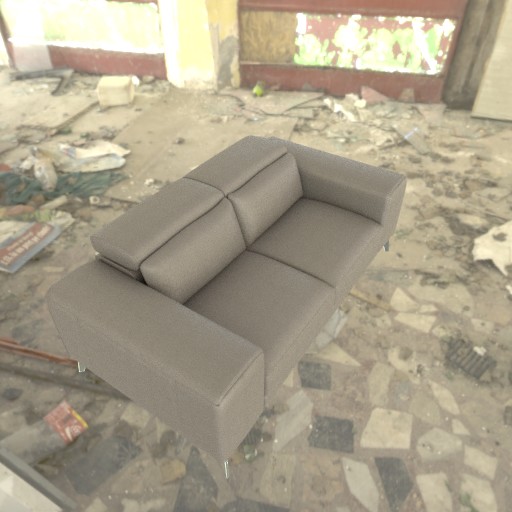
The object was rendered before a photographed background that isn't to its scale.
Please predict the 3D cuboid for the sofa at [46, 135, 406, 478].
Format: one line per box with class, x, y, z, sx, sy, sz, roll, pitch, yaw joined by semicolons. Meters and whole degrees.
sofa;0.000;0.000;2.485;1.024;0.753;1.930;24;46;25
